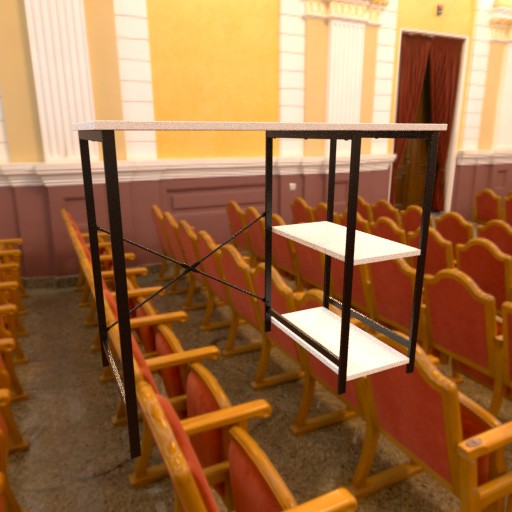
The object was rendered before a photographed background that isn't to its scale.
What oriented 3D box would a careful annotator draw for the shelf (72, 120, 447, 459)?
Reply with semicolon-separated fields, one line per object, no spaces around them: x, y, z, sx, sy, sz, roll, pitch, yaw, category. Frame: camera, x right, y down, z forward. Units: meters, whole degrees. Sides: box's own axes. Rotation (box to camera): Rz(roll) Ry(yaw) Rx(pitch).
0.000;0.000;1.316;0.902;0.750;0.498;-8;17;-25;shelf
